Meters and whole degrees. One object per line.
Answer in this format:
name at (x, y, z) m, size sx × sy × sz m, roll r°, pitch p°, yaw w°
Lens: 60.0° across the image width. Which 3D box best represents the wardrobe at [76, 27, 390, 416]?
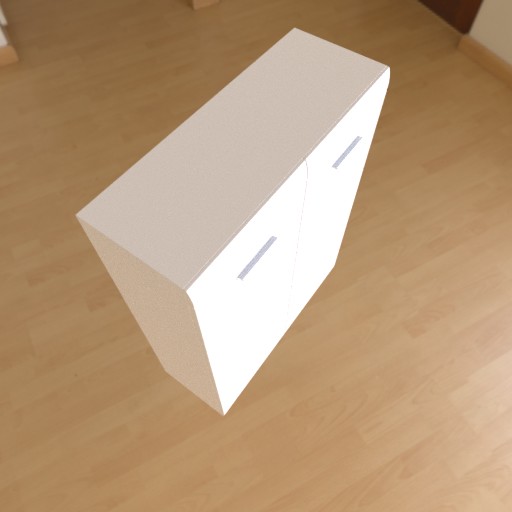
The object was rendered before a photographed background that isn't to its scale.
wardrobe at (0.000, 0.000, 1.651) m, size 0.360 × 1.200 × 0.900 m, roll 32°, pitch 64°, yaw 18°
